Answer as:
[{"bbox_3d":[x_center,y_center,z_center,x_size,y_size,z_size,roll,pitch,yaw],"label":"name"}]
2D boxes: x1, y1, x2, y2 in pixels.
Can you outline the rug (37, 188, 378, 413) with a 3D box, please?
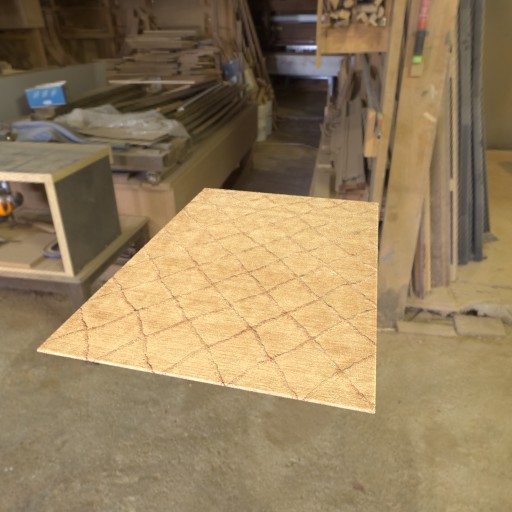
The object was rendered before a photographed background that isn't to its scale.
[{"bbox_3d":[0.000,0.000,2.872,1.528,0.014,2.292,7,29,12],"label":"rug"}]
